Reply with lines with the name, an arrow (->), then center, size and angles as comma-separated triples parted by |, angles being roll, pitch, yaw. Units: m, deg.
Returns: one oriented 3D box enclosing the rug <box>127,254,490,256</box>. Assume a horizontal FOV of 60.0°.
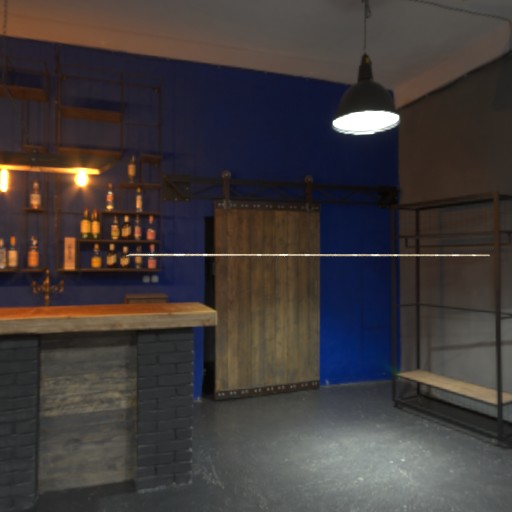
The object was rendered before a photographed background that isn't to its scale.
rug -> 0.000, 0.000, 4.364 | 2.438, 0.010, 3.353 | 0, 0, -17
